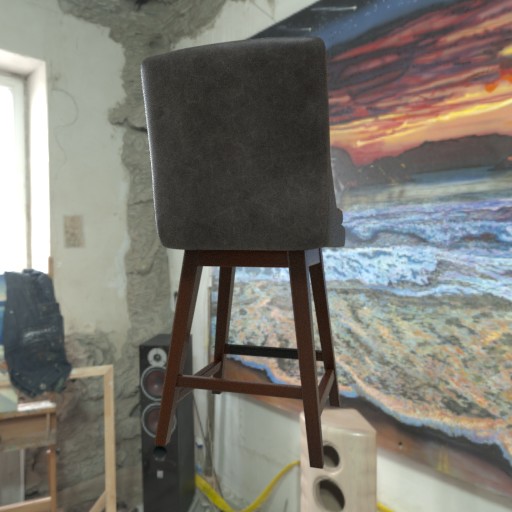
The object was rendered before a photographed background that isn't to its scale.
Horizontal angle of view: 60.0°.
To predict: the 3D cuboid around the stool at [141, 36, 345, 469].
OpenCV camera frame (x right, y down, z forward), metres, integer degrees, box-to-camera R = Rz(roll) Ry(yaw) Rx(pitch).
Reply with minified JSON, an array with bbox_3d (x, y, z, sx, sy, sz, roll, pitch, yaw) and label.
[{"bbox_3d":[0.000,0.000,1.345,0.492,1.046,0.587,1,2,16],"label":"stool"}]
